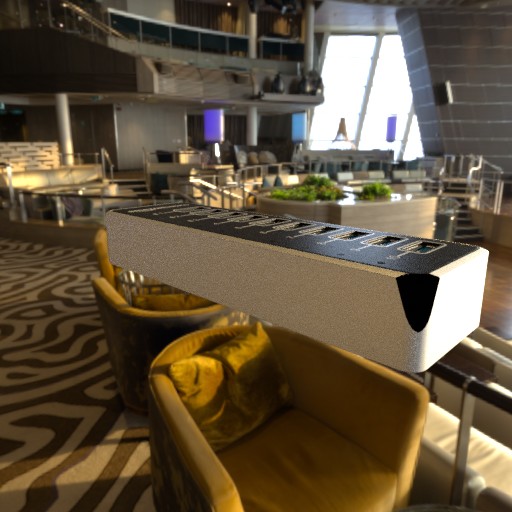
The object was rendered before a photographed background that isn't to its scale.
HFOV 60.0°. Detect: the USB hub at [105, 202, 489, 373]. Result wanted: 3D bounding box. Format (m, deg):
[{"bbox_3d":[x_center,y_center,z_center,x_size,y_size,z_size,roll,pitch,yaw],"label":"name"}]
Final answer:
[{"bbox_3d":[0.000,0.000,0.162,0.145,0.023,0.044,13,20,42],"label":"USB hub"}]
